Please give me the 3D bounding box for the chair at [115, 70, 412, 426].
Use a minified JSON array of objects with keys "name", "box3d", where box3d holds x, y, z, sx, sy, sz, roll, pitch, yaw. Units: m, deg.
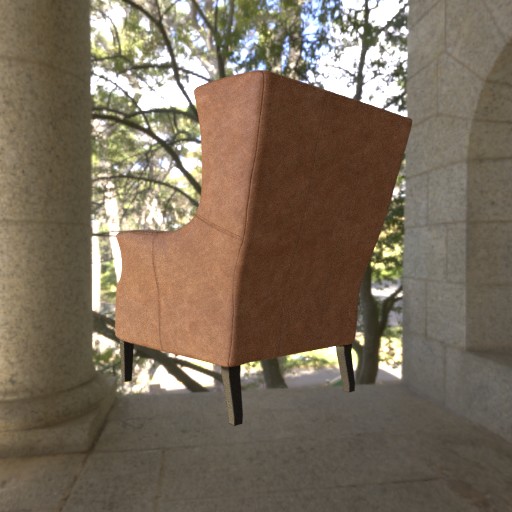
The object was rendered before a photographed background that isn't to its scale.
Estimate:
[{"name":"chair","box3d":[0.000,0.000,1.692,0.853,1.016,0.926,0,0,-38]}]
